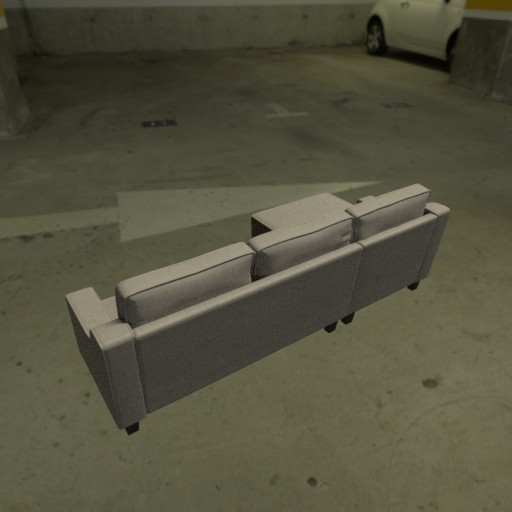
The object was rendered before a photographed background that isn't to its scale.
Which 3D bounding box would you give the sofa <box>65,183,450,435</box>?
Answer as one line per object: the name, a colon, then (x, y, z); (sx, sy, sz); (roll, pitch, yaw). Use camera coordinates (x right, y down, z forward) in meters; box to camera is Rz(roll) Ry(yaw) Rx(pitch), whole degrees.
sofa: (0.000, 0.000, 3.184); (2.561, 0.928, 1.294); (-20, 36, -29)
